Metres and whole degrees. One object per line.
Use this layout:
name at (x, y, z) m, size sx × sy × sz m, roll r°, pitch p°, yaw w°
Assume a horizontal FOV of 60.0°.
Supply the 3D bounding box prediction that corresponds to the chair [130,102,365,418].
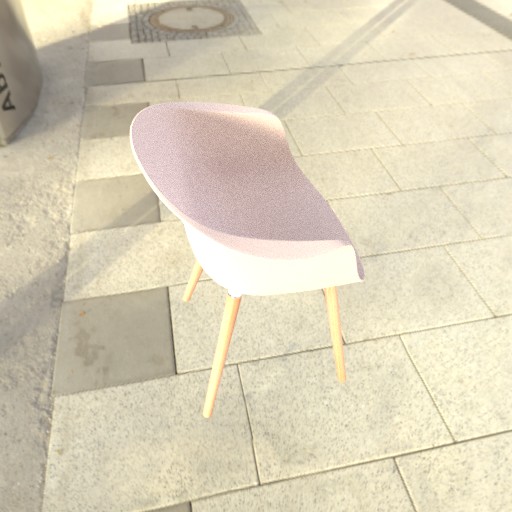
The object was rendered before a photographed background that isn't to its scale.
chair at (0.000, 0.000, 1.182) m, size 0.504 × 0.781 × 0.593 m, roll -10°, pitch 47°, yaw -10°
